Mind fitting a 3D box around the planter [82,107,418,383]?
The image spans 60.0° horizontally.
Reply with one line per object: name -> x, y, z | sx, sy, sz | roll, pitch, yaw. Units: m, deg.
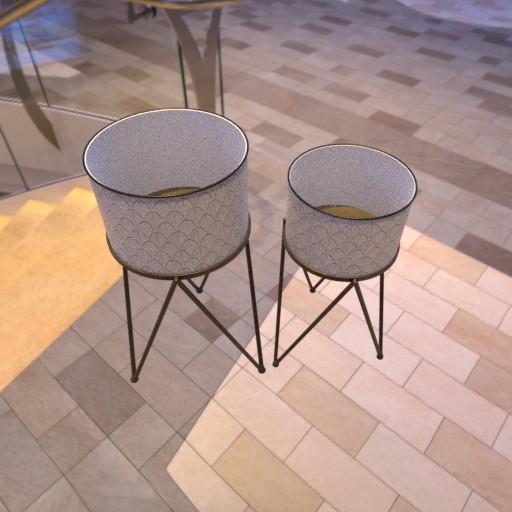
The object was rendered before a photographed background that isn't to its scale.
planter -> 0.000, 0.000, 1.178 | 0.769, 0.712, 0.413 | -3, 45, -3
